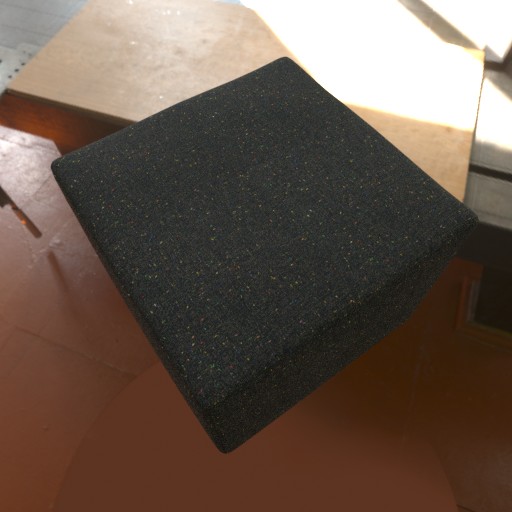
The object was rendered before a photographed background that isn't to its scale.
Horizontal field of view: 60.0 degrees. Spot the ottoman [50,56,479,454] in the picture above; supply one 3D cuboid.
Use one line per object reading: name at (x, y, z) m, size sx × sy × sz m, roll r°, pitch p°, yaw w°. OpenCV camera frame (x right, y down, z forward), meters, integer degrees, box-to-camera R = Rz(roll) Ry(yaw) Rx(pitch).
ottoman at (0.000, 0.000, 0.867) m, size 0.508 × 0.432 × 0.508 m, roll -31°, pitch 63°, yaw -18°
